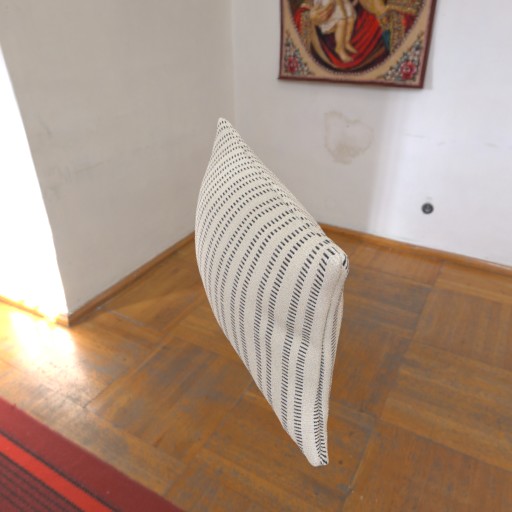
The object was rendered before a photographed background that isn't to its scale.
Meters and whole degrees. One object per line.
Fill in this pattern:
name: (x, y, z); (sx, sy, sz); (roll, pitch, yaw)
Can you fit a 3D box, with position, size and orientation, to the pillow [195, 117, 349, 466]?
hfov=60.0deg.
pillow: (0.000, 0.000, 0.807); (0.210, 0.353, 0.640); (-8, 32, -13)
